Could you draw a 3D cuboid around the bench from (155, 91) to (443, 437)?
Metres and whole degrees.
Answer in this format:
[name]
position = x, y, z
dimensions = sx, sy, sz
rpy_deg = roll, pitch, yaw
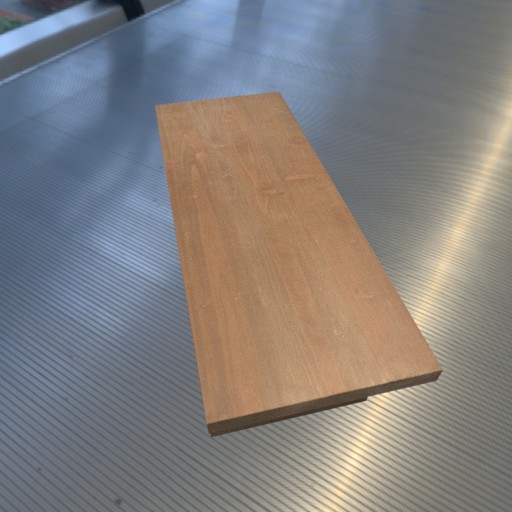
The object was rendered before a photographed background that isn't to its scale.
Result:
[bench]
position = 0.000, 0.000, 1.377
dimensions = 0.458, 0.458, 1.183
rpy_deg = -10, 47, -9
